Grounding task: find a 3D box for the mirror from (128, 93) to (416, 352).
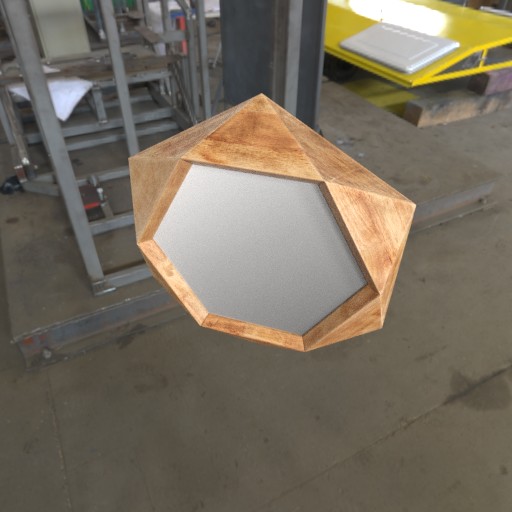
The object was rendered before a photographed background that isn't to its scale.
[{"bbox_3d":[0.000,0.000,1.098,0.675,0.779,0.091,12,42,13],"label":"mirror"}]
